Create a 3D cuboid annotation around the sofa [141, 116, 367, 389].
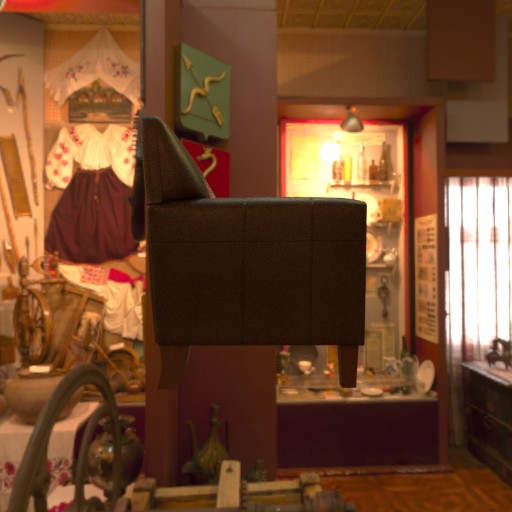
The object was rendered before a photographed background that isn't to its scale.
[{"bbox_3d":[0.000,0.000,2.505,0.805,0.947,2.053,0,-1,-1],"label":"sofa"}]
